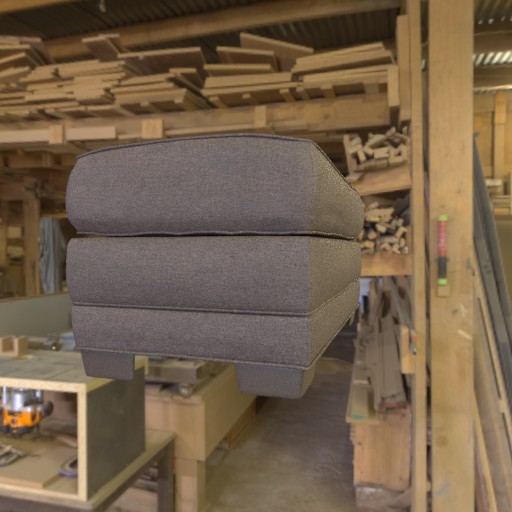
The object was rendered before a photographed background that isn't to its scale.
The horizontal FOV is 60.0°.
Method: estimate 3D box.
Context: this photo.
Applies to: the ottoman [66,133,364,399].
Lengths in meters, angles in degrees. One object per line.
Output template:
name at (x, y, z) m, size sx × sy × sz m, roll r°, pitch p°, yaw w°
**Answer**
ottoman at (0.000, 0.000, 1.150) m, size 0.490 × 0.448 × 0.864 m, roll 0°, pitch 1°, yaw 18°
